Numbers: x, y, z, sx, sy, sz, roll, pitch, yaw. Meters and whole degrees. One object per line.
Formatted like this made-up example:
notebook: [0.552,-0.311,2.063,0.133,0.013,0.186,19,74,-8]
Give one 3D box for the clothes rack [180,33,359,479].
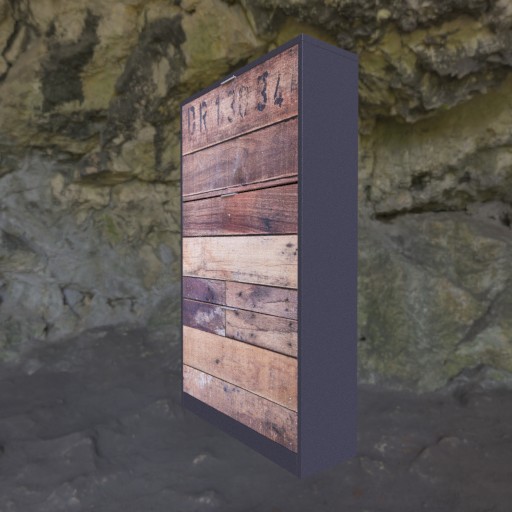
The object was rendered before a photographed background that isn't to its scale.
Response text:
clothes rack: [0.000,0.000,1.641,0.250,1.280,0.750,-1,1,-37]
